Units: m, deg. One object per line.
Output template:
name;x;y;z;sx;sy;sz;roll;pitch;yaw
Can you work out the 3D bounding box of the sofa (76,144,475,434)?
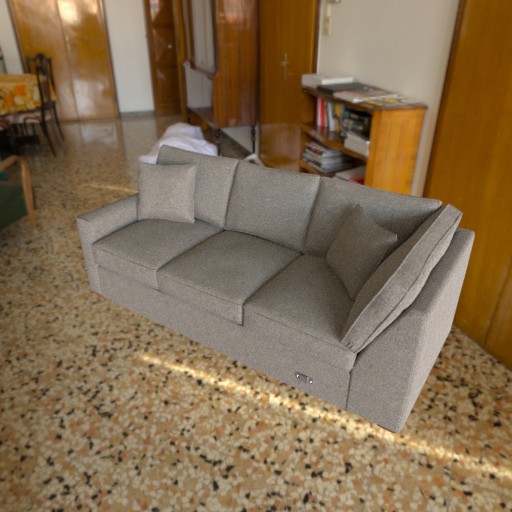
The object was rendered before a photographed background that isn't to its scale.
sofa;0.000;0.000;2.833;2.317;0.962;1.061;18;34;29
